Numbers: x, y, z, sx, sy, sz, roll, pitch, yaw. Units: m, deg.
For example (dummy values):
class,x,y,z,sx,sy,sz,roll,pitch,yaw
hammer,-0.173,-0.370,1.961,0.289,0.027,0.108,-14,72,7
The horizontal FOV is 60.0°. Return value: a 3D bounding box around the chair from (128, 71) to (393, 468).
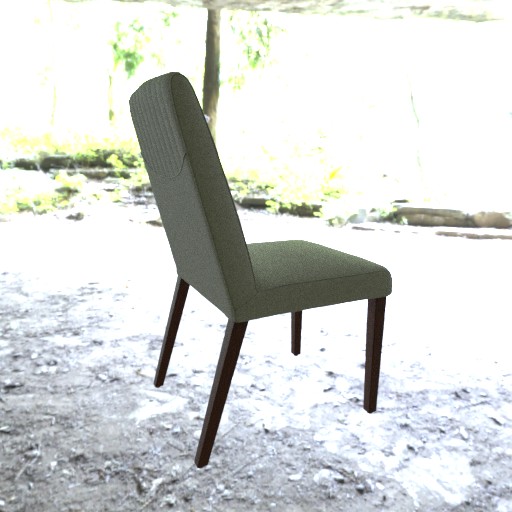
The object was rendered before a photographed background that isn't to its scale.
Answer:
class,x,y,z,sx,sy,sz,roll,pitch,yaw
chair,0.000,0.000,1.252,0.594,0.900,0.480,-6,15,-25
